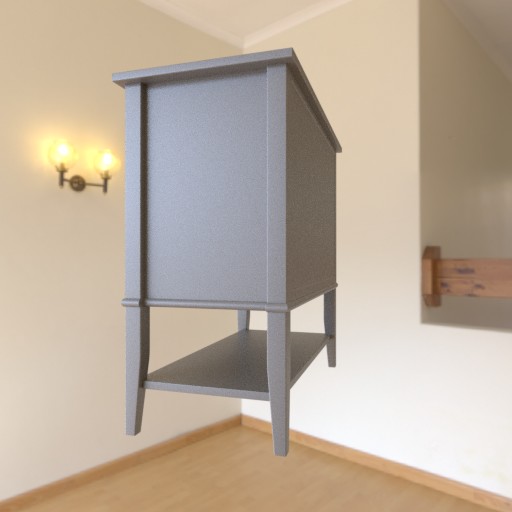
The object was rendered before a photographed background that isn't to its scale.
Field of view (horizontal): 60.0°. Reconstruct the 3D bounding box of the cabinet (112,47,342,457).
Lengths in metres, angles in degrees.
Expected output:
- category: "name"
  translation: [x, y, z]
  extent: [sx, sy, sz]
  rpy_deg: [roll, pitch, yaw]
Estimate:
- category: "cabinet"
  translation: [0.000, 0.000, 1.270]
  extent: [0.396, 0.780, 0.801]
  rpy_deg: [0, 0, 17]
